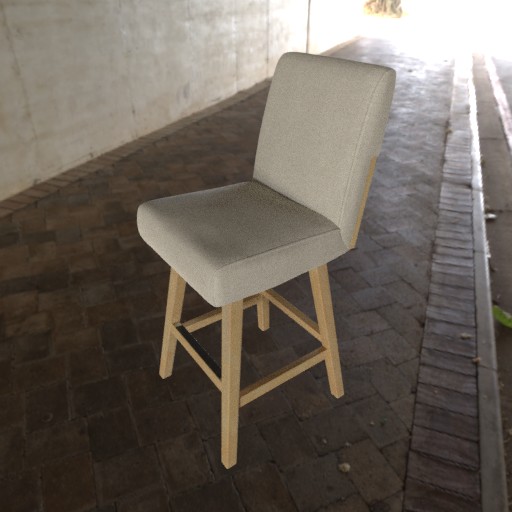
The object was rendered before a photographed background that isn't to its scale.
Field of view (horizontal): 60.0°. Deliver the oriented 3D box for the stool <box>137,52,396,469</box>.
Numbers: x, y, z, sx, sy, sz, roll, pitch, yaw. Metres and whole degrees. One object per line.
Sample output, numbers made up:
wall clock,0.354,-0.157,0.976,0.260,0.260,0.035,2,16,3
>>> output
stool,0.000,0.000,1.271,0.543,1.015,0.446,-20,37,-30
